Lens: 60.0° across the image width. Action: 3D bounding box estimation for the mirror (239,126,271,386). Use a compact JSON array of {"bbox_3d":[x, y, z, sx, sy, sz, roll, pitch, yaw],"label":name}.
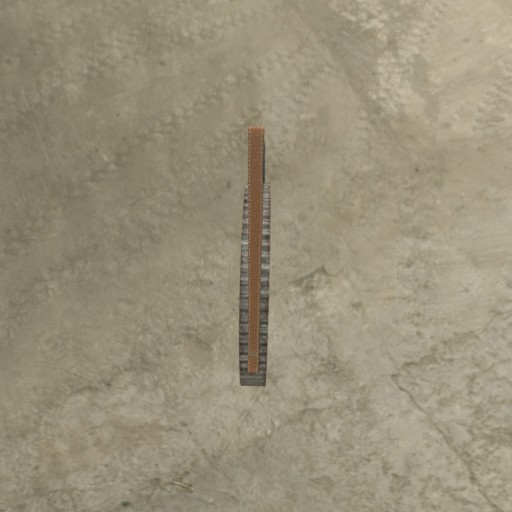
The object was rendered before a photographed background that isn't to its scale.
[{"bbox_3d":[0.000,0.000,0.700,0.042,0.568,0.355,1,63,1],"label":"mirror"}]
